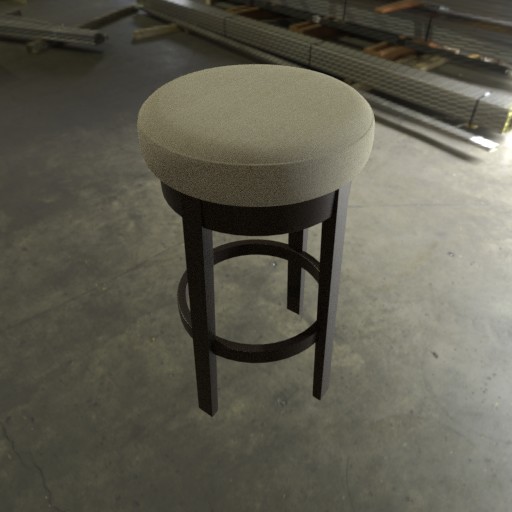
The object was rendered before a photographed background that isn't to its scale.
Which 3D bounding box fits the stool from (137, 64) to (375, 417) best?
[{"bbox_3d":[0.000,0.000,1.029,0.446,0.758,0.446,0,41,0],"label":"stool"}]
